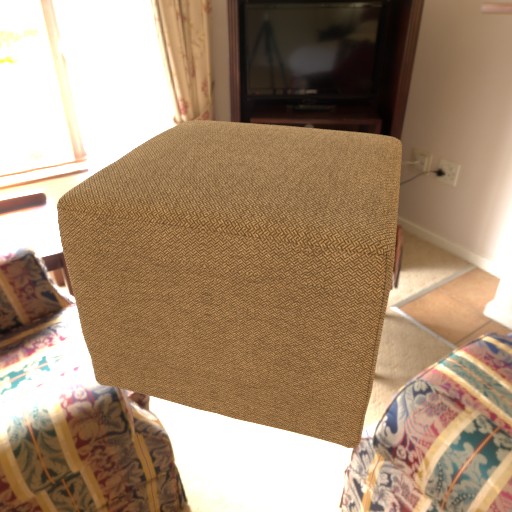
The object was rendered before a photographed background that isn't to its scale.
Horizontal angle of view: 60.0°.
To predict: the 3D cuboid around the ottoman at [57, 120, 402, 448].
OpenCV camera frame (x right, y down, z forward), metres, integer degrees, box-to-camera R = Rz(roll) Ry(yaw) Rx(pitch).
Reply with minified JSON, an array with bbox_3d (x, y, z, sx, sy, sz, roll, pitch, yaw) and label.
[{"bbox_3d":[0.000,0.000,0.911,0.519,0.453,0.512,9,32,14],"label":"ottoman"}]
